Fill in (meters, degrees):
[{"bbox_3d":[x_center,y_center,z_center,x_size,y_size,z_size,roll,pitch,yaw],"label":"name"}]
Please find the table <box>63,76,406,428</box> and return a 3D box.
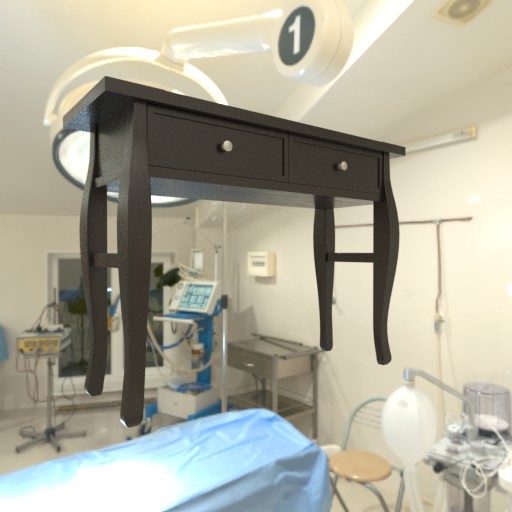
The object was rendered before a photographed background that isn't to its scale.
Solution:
[{"bbox_3d":[0.000,0.000,1.399,1.062,0.768,0.373,0,1,-37],"label":"table"}]
